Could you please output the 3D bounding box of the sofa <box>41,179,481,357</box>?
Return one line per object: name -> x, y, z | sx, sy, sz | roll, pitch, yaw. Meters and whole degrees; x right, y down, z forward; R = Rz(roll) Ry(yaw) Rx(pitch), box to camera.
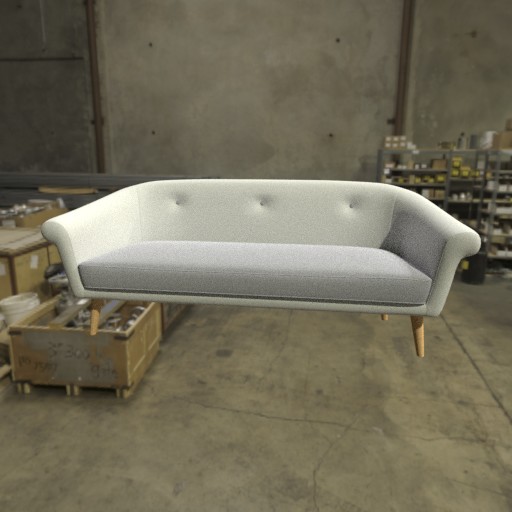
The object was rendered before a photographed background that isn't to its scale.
sofa -> 0.000, 0.000, 2.552 | 2.160, 0.795, 0.827 | 2, 13, 9
